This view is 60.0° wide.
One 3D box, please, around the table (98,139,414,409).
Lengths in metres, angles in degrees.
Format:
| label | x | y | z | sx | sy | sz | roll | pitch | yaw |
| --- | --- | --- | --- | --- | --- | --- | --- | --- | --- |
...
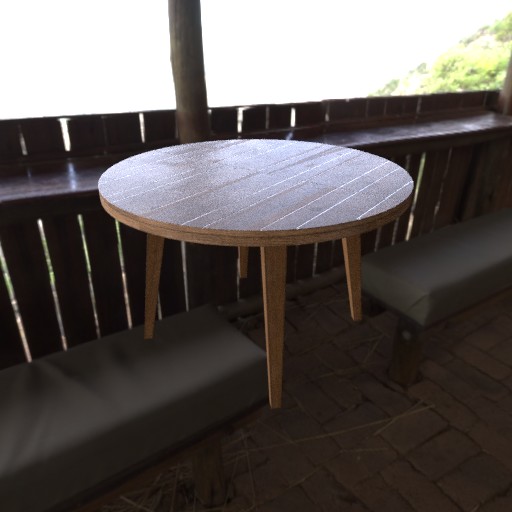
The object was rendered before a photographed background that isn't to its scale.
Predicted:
| label | x | y | z | sx | sy | sz | roll | pitch | yaw |
| --- | --- | --- | --- | --- | --- | --- | --- | --- | --- |
| table | 0.000 | 0.000 | 1.960 | 1.213 | 0.764 | 1.213 | 0 | 27 | 0 |
